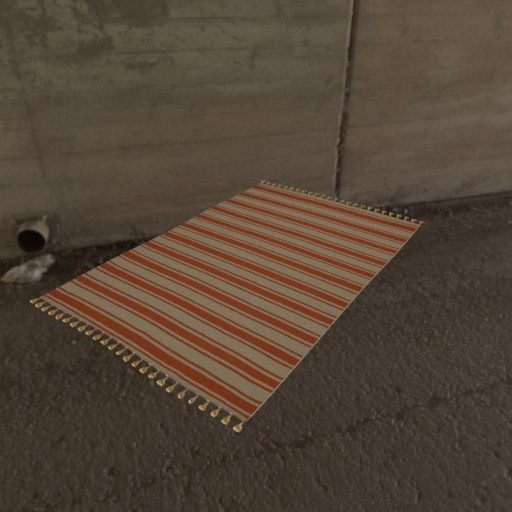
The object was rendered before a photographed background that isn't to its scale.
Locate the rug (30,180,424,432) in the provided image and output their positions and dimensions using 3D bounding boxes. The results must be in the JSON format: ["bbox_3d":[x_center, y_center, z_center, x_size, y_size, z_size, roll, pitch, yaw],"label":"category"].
[{"bbox_3d":[0.000,0.000,3.065,1.556,0.022,2.433,20,36,30],"label":"rug"}]
